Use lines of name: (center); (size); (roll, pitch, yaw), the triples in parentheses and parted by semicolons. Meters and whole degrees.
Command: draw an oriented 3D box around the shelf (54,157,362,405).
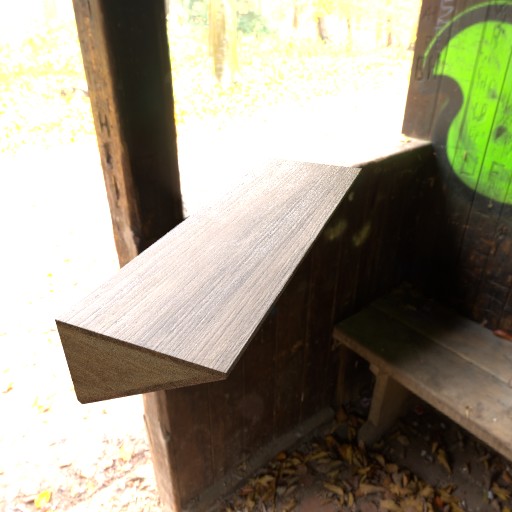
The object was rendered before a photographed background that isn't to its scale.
shelf: (0.000, 0.000, 0.703); (0.200, 0.125, 0.610); (12, 32, 20)
